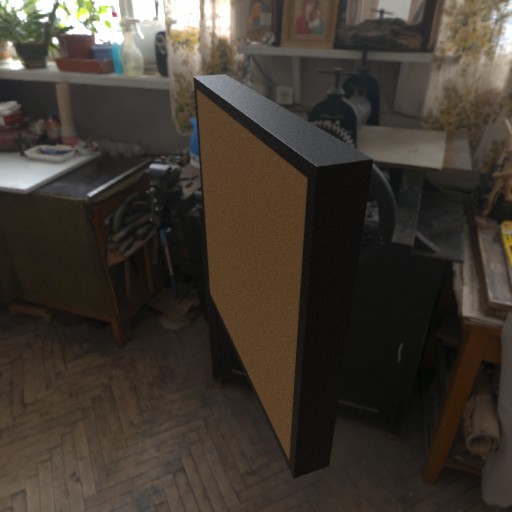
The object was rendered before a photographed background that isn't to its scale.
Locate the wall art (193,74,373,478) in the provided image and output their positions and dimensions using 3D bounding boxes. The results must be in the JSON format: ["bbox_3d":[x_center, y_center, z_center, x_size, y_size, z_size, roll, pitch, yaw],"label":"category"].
[{"bbox_3d":[0.000,0.000,0.459,0.038,0.304,0.304,-11,33,-17],"label":"wall art"}]
